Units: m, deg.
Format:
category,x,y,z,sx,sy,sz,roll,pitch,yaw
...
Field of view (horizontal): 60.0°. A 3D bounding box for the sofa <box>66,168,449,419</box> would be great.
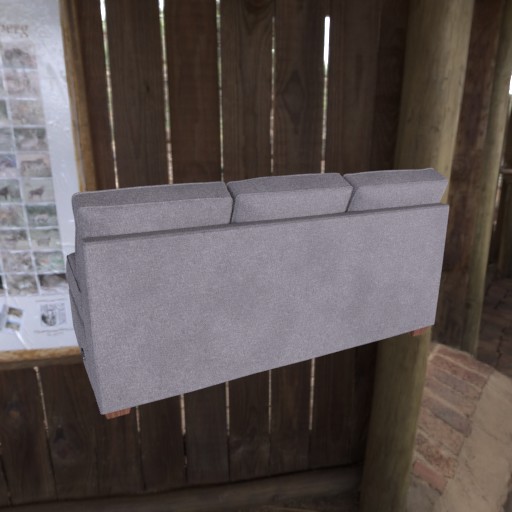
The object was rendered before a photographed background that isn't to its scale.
category,x,y,z,sx,sy,sz,roll,pitch,yaw
sofa,0.000,0.000,2.531,1.962,0.973,1.027,-8,17,-27
